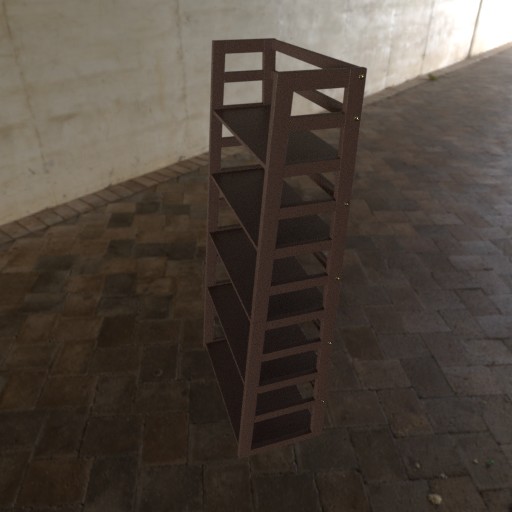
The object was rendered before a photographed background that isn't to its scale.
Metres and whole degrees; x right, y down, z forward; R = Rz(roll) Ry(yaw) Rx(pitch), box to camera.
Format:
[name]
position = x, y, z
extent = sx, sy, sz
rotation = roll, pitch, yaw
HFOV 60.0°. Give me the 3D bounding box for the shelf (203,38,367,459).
[shelf]
position = 0.000, 0.000, 1.902
extent = 0.403, 1.600, 0.763
rotation = -10, 33, -15
